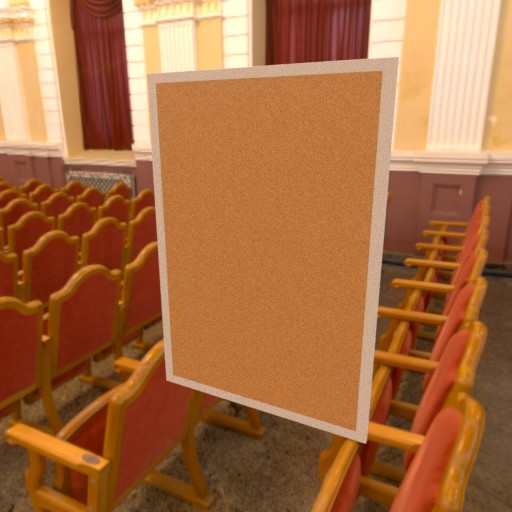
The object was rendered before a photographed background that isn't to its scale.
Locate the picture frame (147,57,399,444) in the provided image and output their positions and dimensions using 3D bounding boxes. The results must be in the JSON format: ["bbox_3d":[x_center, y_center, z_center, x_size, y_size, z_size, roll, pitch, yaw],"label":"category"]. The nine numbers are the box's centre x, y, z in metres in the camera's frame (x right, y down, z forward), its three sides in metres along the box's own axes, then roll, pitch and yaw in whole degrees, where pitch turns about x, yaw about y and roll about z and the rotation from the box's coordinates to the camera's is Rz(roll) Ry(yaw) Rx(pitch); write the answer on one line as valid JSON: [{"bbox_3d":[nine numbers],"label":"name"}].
[{"bbox_3d":[0.000,0.000,1.188,0.659,0.940,0.013,8,18,26],"label":"picture frame"}]
